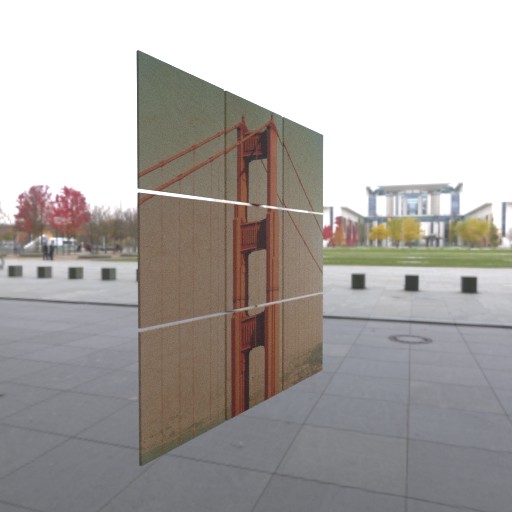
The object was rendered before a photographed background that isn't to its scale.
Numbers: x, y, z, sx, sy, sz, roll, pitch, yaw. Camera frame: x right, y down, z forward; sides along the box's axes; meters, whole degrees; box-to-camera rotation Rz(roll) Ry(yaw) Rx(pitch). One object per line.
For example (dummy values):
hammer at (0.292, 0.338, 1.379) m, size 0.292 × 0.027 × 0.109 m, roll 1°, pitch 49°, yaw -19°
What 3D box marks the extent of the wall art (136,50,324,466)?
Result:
wall art at (0.000, 0.000, 2.247) m, size 0.013 × 1.523 × 1.517 m, roll 1°, pitch 2°, yaw 34°
